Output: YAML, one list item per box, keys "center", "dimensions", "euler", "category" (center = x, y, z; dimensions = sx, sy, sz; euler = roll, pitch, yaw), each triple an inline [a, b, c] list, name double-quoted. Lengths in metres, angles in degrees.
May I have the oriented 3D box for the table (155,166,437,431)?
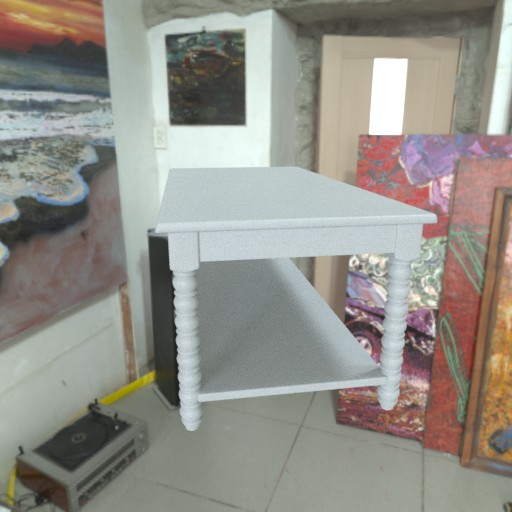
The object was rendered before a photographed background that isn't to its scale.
- center: [0.000, 0.000, 1.486]
  dimensions: [0.580, 0.487, 1.171]
  euler: [-3, 16, -9]
  category: "table"
